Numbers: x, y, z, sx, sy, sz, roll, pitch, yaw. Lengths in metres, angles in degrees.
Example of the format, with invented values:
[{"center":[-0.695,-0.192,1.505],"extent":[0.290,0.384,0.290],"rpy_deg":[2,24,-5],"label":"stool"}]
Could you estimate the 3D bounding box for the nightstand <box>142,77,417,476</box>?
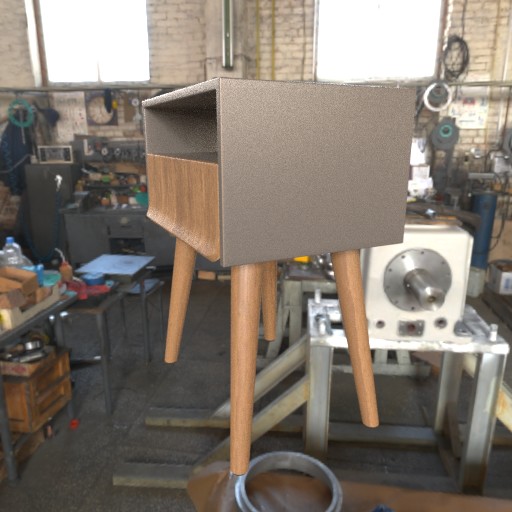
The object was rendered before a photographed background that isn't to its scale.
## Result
[{"center":[0.000,0.000,0.745],"extent":[0.288,0.508,0.370],"rpy_deg":[-7,17,-25],"label":"nightstand"}]
